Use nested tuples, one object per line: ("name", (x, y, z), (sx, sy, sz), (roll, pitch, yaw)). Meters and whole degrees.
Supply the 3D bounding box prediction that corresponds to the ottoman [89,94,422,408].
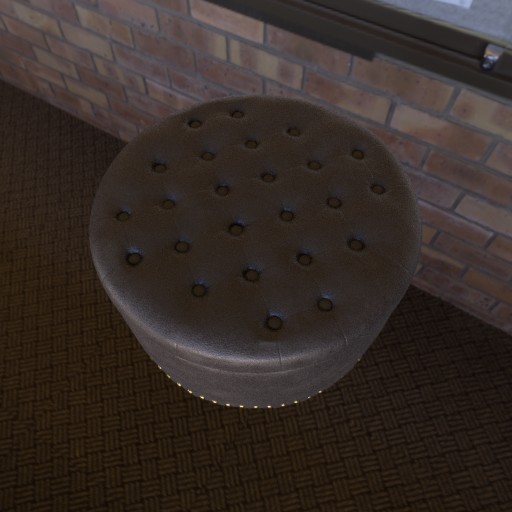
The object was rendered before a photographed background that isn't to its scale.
("ottoman", (0.000, 0.000, 1.019), (0.637, 0.442, 0.637), (0, 59, 0))
